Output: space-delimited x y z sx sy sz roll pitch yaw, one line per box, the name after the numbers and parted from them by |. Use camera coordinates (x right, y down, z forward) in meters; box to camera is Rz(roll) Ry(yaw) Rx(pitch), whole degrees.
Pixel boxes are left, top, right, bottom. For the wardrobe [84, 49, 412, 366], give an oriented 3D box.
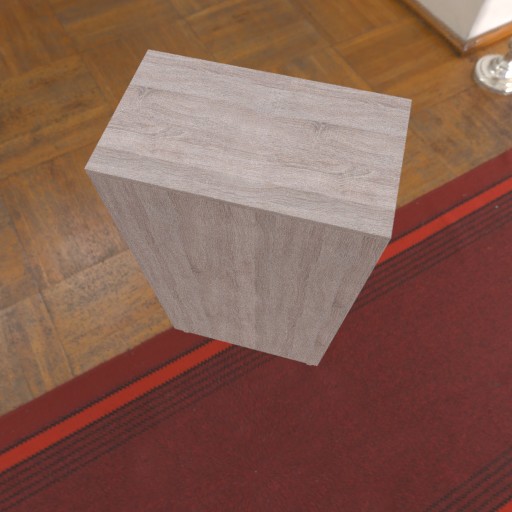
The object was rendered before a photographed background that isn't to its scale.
0.000 0.000 2.396 1.000 1.960 0.600 13 65 6 | wardrobe
